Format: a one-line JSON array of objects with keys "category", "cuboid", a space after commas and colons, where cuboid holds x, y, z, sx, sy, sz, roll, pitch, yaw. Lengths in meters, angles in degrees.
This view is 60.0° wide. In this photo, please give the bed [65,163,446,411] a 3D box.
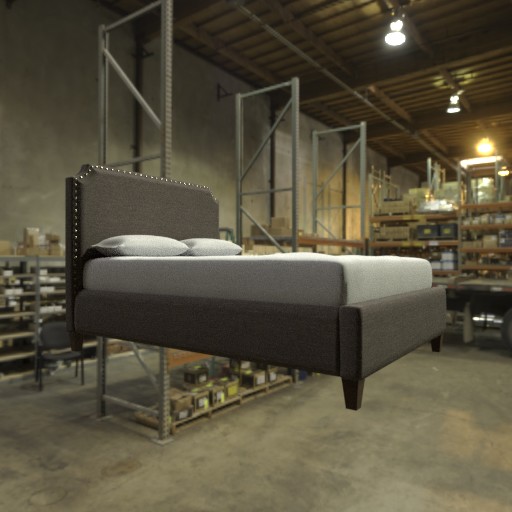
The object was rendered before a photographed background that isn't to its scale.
[{"category": "bed", "cuboid": [0.000, 0.000, 3.395, 2.381, 1.457, 1.713, 0, 0, 36]}]
